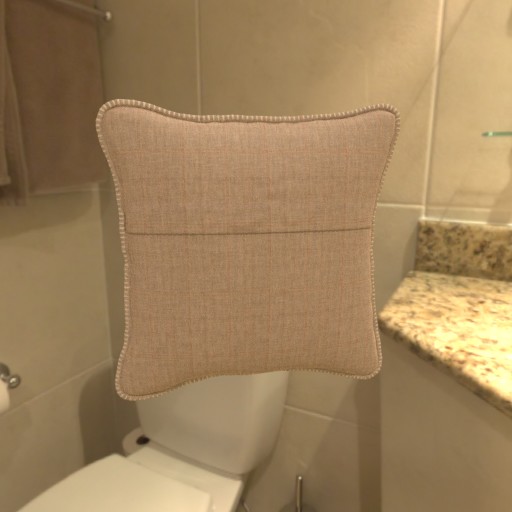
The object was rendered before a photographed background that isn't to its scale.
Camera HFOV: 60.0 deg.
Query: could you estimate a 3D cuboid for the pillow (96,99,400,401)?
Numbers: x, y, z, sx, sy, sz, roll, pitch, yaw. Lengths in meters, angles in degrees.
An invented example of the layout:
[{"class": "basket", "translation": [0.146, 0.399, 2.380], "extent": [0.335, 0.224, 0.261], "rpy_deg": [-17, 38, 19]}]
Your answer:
[{"class": "pillow", "translation": [0.000, 0.000, 0.745], "extent": [0.485, 0.494, 0.124], "rpy_deg": [-2, 13, -10]}]
